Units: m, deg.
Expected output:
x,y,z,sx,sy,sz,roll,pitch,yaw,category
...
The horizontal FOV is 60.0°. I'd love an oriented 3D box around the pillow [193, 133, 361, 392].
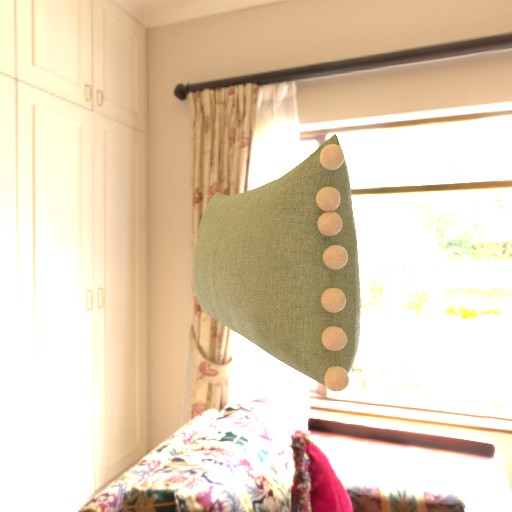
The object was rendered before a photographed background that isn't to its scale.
x,y,z,sx,sy,sz,roll,pitch,yaw,category
0.000,0.000,0.829,0.201,0.322,0.709,0,0,-18,pillow
